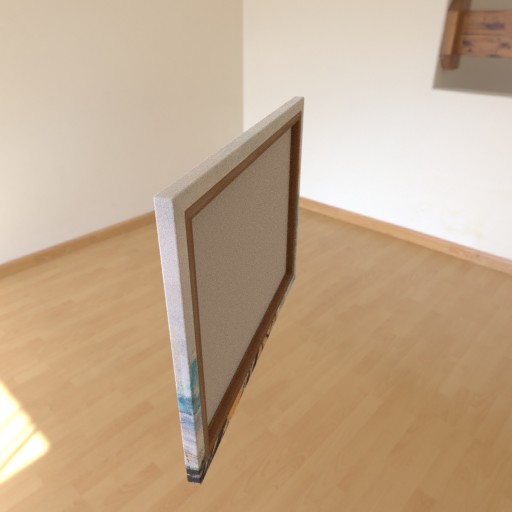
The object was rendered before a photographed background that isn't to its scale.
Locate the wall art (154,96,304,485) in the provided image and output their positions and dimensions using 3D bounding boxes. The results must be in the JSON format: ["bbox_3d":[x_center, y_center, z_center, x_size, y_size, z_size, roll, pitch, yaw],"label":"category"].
[{"bbox_3d":[0.000,0.000,1.341,0.038,0.762,1.016,9,30,15],"label":"wall art"}]
